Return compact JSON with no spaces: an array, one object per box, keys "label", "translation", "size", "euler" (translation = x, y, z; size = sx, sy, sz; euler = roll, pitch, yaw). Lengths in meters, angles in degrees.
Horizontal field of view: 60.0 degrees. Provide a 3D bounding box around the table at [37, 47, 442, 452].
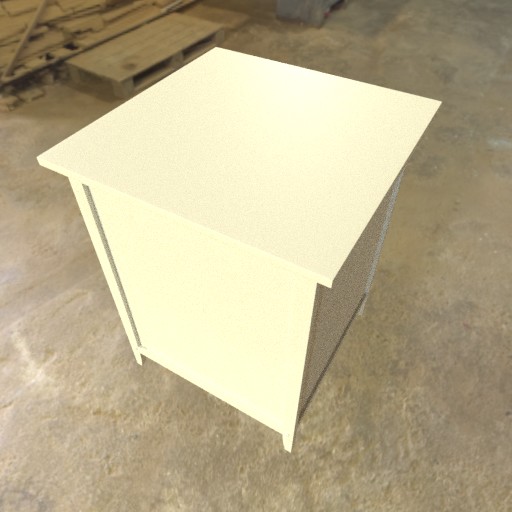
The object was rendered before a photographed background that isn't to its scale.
[{"label":"table","translation":[0.000,0.000,0.746],"size":[0.381,0.483,0.381],"euler":[23,51,20]}]
